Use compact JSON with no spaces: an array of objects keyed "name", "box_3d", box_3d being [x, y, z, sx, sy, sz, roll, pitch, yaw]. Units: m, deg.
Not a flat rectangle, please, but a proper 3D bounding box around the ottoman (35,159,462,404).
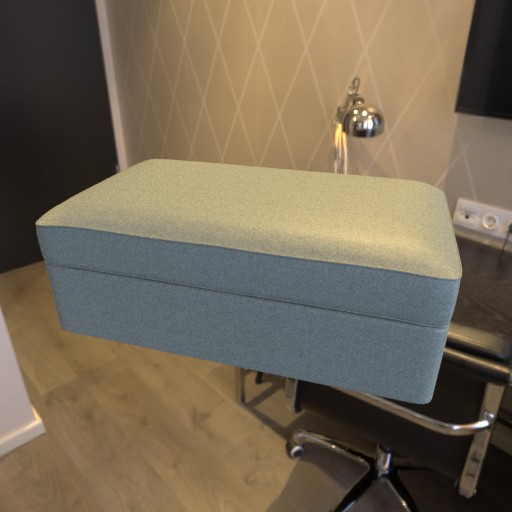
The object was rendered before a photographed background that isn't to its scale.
[{"name":"ottoman","box_3d":[0.000,0.000,1.504,1.173,0.494,0.681,8,28,15]}]
